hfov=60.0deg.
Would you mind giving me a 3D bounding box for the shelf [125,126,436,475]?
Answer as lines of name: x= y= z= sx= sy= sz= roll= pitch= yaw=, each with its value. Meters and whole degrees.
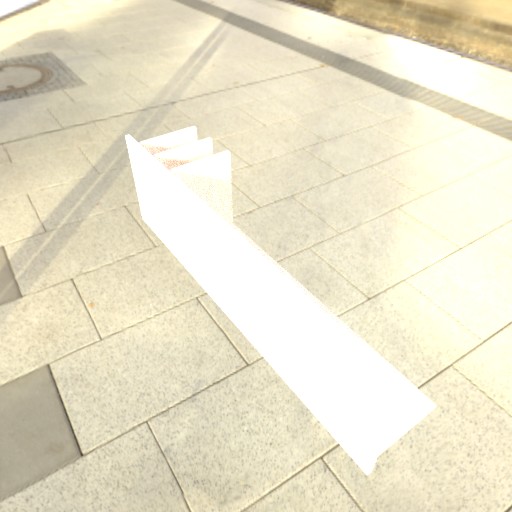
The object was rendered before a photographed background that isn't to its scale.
shelf: x=0.000 y=0.000 z=1.115 sx=0.200 sy=0.300 sz=1.020 roll=-25 pitch=47 yaw=-26
